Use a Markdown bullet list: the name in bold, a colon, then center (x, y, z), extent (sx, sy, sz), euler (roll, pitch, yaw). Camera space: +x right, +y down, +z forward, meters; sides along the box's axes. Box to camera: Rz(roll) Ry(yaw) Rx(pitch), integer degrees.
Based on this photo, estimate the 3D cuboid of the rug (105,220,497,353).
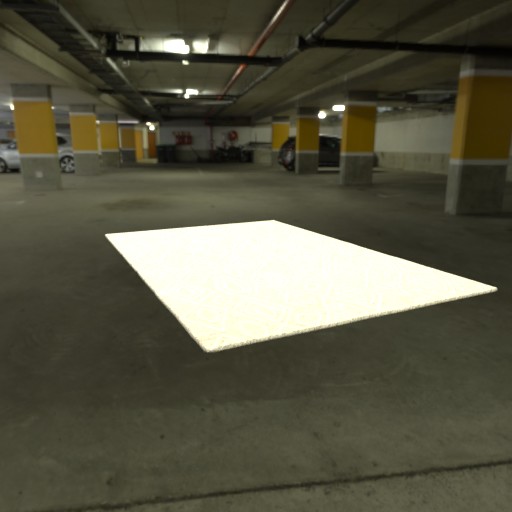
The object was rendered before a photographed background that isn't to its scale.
- **rug**: center (0.000, 0.000, 2.270), extent (1.224, 0.016, 1.832), euler (-7, 16, -26)
